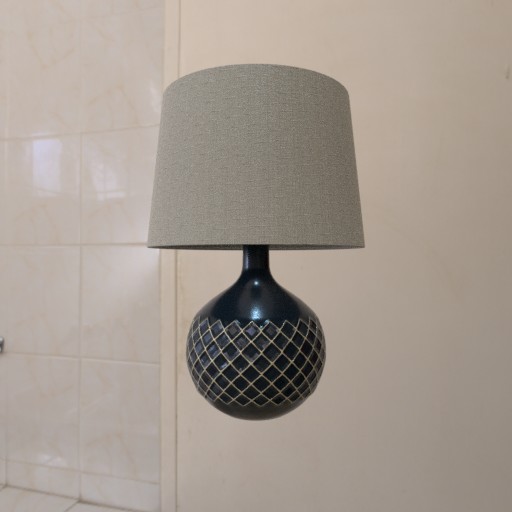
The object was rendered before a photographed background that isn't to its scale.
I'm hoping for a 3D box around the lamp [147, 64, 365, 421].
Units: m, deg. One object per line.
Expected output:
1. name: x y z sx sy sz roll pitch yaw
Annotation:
1. lamp: 0.000 0.000 0.785 0.376 0.540 0.376 0 -1 0
